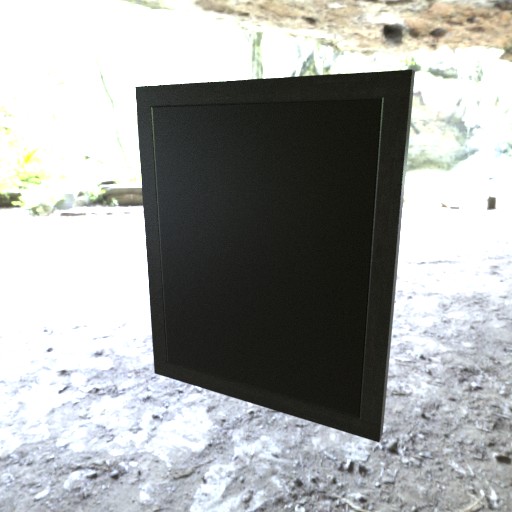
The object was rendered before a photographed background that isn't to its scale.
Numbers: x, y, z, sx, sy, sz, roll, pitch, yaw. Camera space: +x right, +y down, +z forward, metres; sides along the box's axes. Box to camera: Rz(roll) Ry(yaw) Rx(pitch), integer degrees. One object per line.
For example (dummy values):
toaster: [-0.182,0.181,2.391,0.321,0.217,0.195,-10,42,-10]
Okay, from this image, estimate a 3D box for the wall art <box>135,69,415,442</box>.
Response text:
wall art: [0.000,0.000,0.781,0.479,0.580,0.027,8,17,26]
